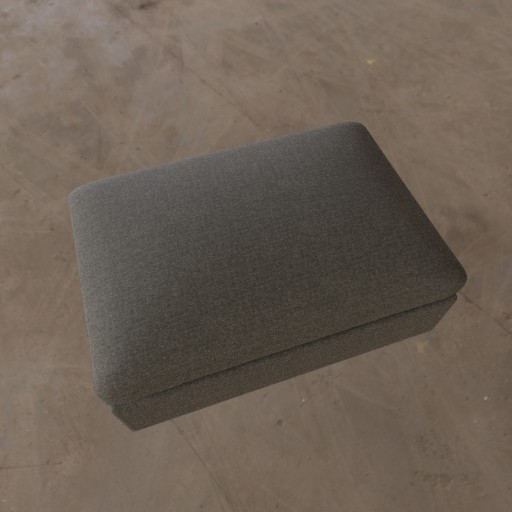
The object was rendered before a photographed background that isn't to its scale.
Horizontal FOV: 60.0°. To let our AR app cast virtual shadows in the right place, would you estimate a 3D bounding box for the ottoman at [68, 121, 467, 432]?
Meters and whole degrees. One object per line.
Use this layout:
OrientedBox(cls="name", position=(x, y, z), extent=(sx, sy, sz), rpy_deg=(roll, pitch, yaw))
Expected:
OrientedBox(cls="ottoman", position=(0.000, 0.000, 1.425), extent=(1.041, 0.483, 0.711), rpy_deg=(-16, 59, -10))
